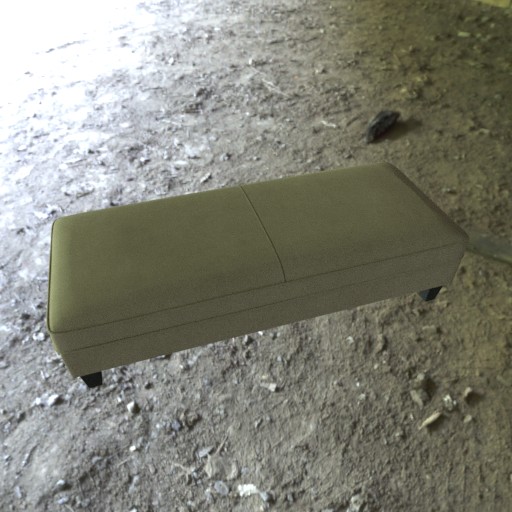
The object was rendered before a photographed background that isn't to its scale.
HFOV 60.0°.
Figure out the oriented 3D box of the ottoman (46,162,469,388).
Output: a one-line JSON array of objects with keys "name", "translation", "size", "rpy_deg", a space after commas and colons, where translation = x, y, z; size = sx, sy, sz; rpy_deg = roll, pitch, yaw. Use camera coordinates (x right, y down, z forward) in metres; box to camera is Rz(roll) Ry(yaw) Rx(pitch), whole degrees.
[{"name": "ottoman", "translation": [0.000, 0.000, 2.045], "size": [1.726, 0.460, 0.735], "rpy_deg": [-12, 43, -13]}]
